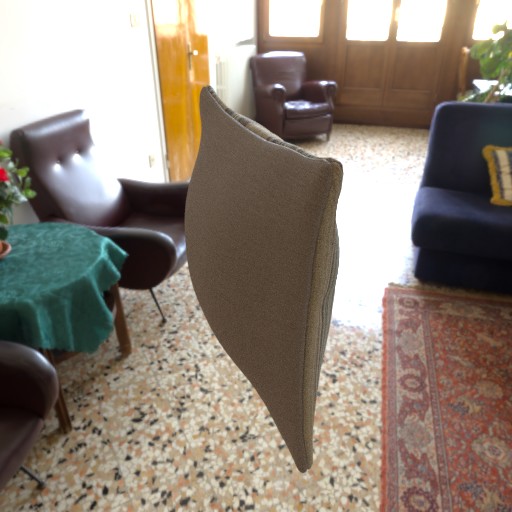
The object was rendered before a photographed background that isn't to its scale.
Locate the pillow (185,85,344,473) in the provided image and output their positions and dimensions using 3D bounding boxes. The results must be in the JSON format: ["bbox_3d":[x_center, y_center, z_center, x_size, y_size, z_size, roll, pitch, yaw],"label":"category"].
[{"bbox_3d":[0.000,0.000,0.651,0.189,0.416,0.435,-10,31,-18],"label":"pillow"}]
